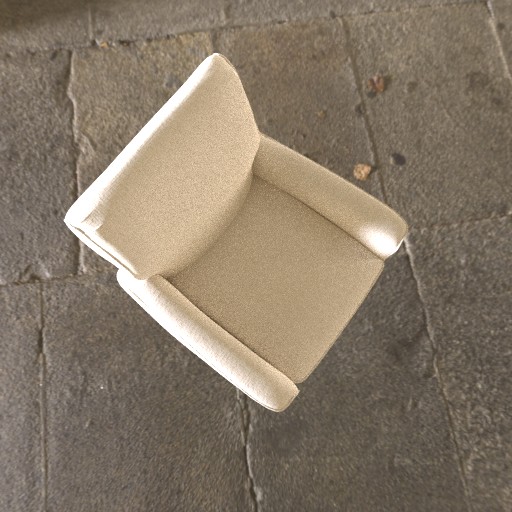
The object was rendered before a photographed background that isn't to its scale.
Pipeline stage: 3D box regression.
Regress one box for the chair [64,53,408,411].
[{"bbox_3d":[0.000,0.000,1.669,0.858,1.028,0.841,36,78,8],"label":"chair"}]
